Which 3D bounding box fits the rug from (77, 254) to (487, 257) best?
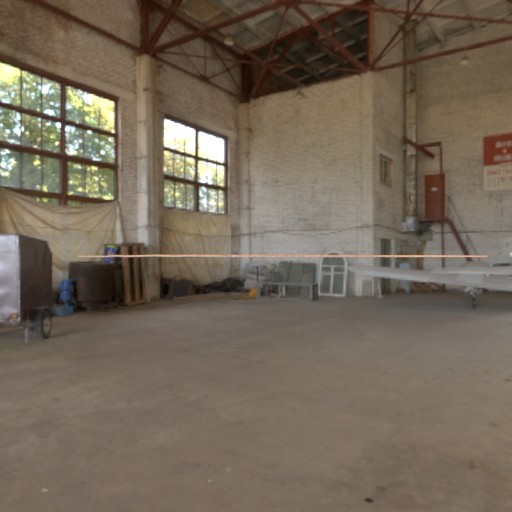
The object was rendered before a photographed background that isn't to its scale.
[{"bbox_3d":[0.000,0.000,4.105,2.431,0.021,3.057,0,0,-35],"label":"rug"}]
